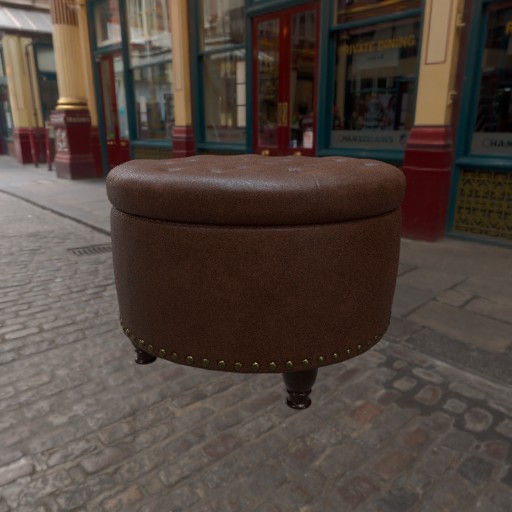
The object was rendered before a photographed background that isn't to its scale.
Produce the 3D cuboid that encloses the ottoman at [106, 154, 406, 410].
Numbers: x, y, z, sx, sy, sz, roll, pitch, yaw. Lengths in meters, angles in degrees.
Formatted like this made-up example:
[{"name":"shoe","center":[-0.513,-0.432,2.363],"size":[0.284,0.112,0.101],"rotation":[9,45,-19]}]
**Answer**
[{"name":"ottoman","center":[0.000,0.000,1.035],"size":[0.637,0.442,0.637],"rotation":[0,15,0]}]
